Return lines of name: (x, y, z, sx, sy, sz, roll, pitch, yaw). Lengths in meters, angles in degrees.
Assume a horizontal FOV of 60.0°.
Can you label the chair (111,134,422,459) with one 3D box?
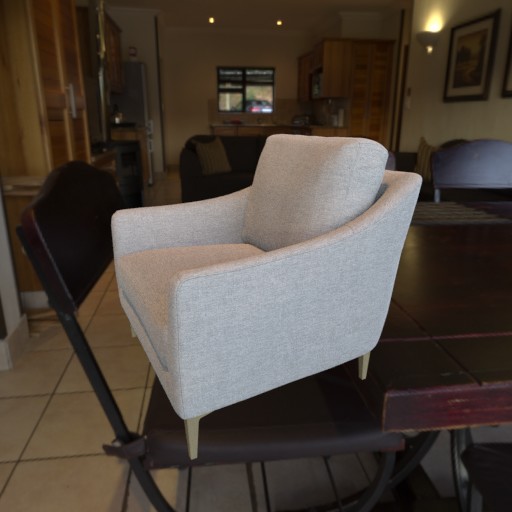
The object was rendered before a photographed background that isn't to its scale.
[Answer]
chair: (0.000, 0.000, 1.734, 0.961, 0.902, 0.986, -8, 19, -25)
